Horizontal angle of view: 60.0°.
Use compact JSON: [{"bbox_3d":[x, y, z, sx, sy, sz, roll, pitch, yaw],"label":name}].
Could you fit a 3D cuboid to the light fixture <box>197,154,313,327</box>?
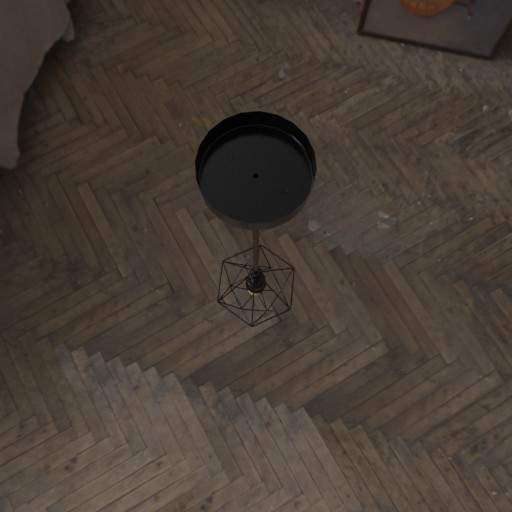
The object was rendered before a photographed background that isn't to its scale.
[{"bbox_3d":[0.000,0.000,1.922,0.487,1.764,0.431,-23,77,-6],"label":"light fixture"}]
